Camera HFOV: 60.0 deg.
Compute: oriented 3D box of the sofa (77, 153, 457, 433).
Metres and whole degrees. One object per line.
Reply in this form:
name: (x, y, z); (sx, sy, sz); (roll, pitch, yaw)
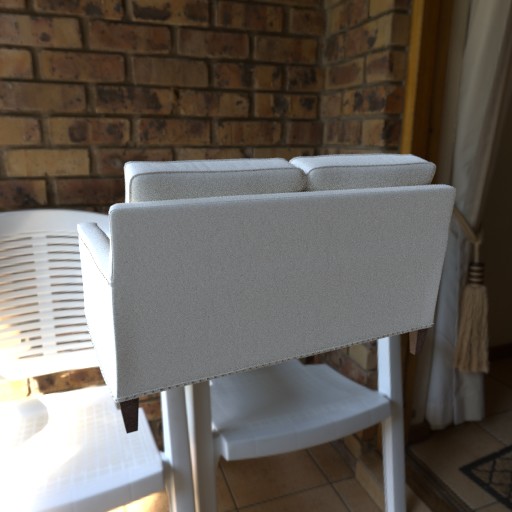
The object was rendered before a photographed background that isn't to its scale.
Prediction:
sofa: (0.000, 0.000, 2.215); (1.597, 1.003, 1.084); (-7, 16, -25)
